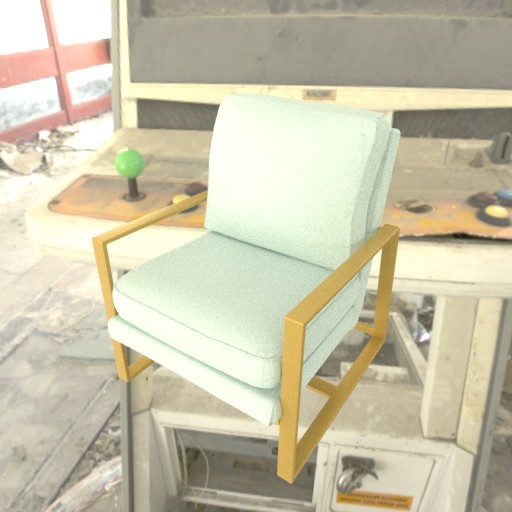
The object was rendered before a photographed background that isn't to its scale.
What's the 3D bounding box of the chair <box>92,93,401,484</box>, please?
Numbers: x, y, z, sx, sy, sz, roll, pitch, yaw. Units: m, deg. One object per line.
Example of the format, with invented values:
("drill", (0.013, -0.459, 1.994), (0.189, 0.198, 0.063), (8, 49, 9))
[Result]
("chair", (0.000, 0.000, 1.511), (0.758, 0.956, 0.813), (19, 35, 30))
